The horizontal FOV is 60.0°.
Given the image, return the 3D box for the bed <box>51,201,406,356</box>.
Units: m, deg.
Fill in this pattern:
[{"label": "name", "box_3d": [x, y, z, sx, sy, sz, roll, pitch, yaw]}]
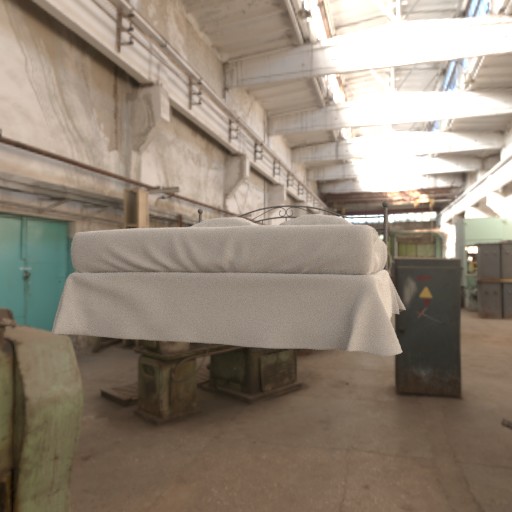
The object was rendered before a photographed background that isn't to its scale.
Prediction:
[{"label": "bed", "box_3d": [0.000, 0.000, 3.592, 2.309, 1.080, 2.220, 0, -1, 18]}]
